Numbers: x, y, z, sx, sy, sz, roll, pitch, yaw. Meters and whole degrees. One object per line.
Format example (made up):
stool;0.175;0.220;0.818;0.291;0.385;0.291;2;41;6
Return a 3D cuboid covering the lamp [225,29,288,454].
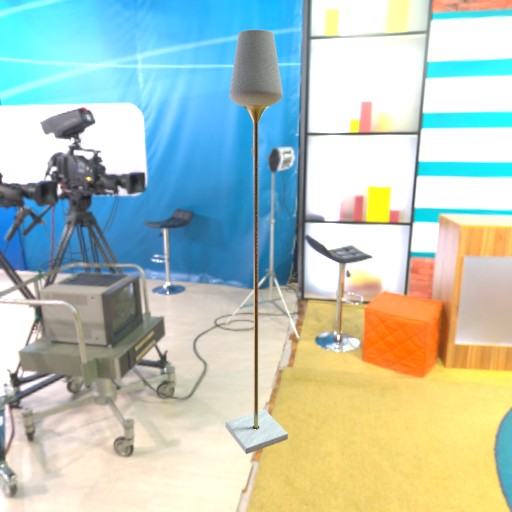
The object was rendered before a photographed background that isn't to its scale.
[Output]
lamp;0.000;0.000;1.977;0.229;1.813;0.232;-8;16;-28
